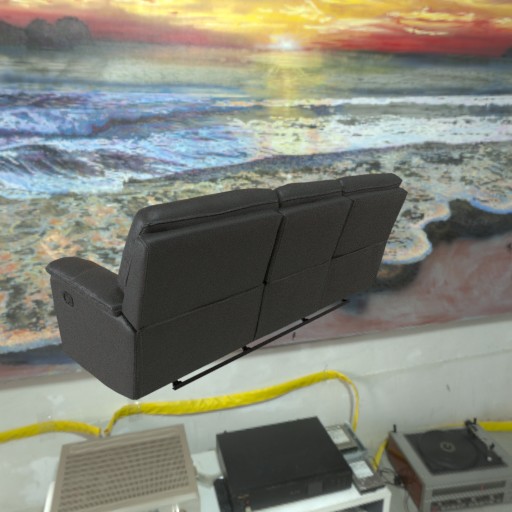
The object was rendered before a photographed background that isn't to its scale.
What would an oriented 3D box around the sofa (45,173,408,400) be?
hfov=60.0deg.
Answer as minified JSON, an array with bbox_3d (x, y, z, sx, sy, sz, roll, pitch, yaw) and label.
[{"bbox_3d":[0.000,0.000,3.208,1.104,1.134,2.627,14,21,41],"label":"sofa"}]
